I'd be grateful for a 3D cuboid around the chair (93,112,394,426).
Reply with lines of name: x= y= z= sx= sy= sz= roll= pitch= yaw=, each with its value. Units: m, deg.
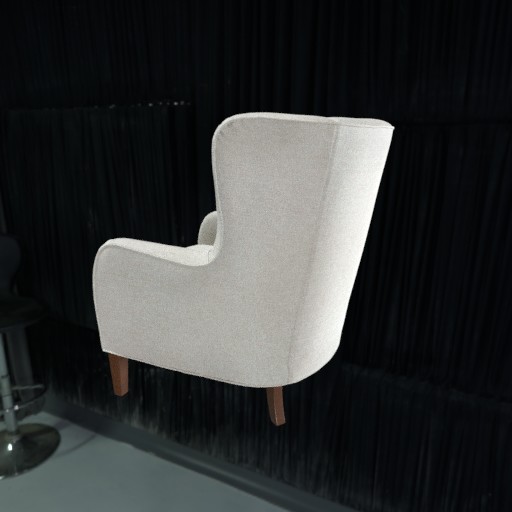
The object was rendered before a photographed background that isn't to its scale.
chair: x=0.000 y=0.000 z=1.755 sx=0.966 sy=1.040 sz=0.838 roll=7 pitch=16 yaw=24
